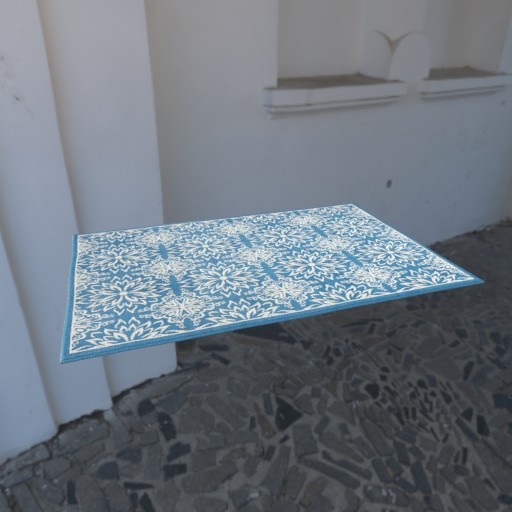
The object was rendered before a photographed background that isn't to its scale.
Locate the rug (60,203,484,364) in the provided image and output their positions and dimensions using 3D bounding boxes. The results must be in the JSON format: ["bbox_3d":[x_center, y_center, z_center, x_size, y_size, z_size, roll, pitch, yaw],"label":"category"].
[{"bbox_3d":[0.000,0.000,3.491,2.769,0.018,1.830,-8,27,-17],"label":"rug"}]
